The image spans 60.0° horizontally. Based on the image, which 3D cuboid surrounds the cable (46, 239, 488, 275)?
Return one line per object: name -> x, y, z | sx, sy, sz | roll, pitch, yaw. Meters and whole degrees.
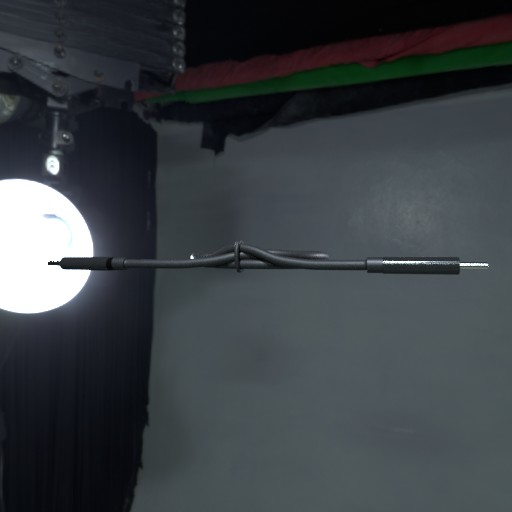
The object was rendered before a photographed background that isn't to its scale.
cable -> 0.000, 0.000, 0.210 | 0.186, 0.014, 0.070 | 0, 0, 18
